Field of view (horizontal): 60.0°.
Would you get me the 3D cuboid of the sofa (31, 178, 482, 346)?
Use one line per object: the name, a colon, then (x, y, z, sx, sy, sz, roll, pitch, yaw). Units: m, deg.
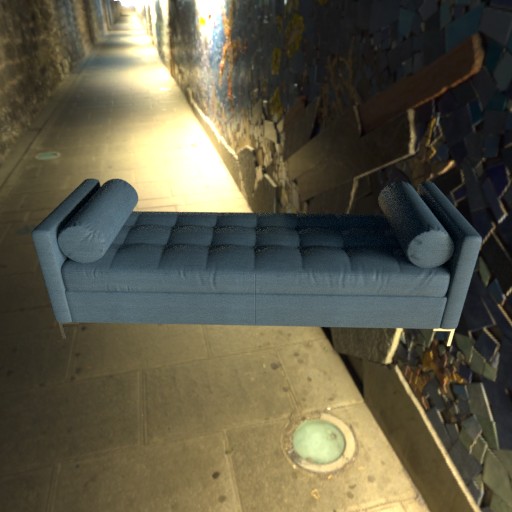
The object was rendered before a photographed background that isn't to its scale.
sofa: (0.000, 0.000, 2.373, 1.981, 0.635, 0.686, 1, 30, 1)
